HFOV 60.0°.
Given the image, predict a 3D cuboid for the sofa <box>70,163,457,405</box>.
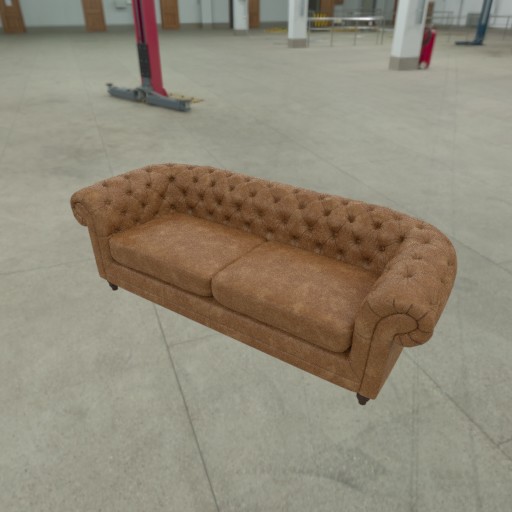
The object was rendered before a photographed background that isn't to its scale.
[{"bbox_3d":[0.000,0.000,2.850,2.365,0.760,0.989,18,35,28],"label":"sofa"}]
